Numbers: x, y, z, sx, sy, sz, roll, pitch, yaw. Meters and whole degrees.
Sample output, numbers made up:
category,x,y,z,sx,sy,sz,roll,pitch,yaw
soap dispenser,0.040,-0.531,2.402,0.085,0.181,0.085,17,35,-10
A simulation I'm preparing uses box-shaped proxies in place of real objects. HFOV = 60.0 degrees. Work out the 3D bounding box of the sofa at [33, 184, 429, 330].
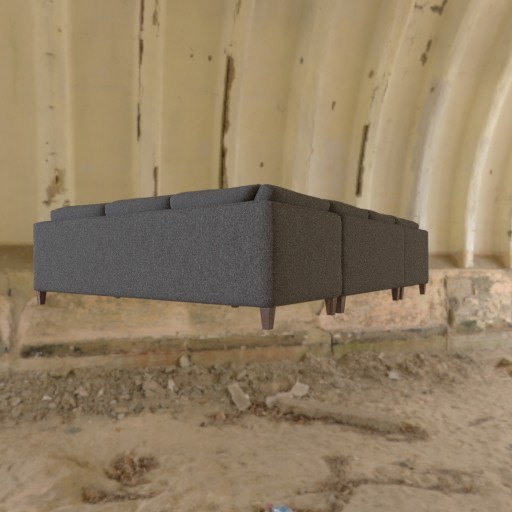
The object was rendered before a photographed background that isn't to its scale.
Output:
category,x,y,z,sx,sy,sz,roll,pitch,yaw
sofa,0.000,0.000,4.425,2.551,0.853,3.238,0,-1,36
